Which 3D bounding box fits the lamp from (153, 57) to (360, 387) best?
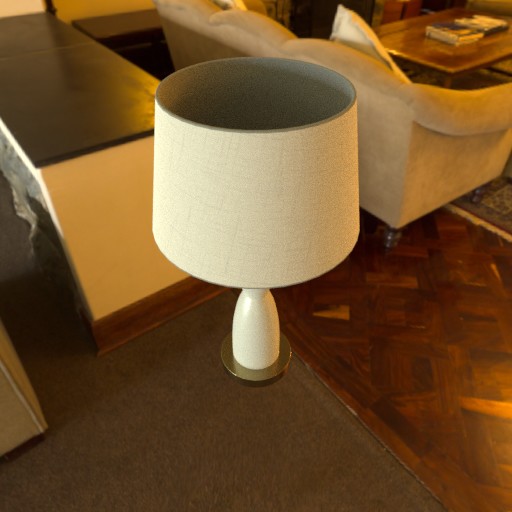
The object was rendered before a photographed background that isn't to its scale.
[{"bbox_3d":[0.000,0.000,0.722,0.309,0.545,0.309,0,41,0],"label":"lamp"}]
